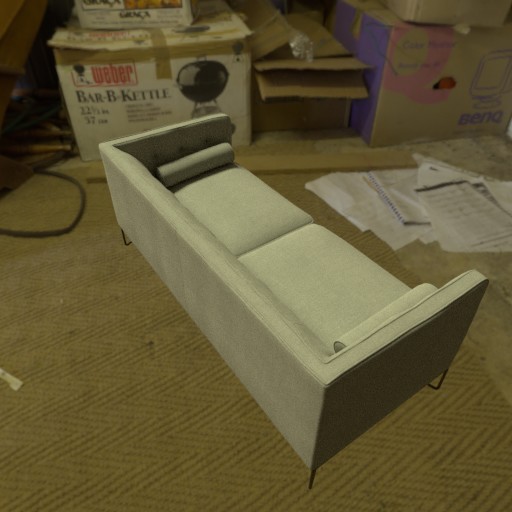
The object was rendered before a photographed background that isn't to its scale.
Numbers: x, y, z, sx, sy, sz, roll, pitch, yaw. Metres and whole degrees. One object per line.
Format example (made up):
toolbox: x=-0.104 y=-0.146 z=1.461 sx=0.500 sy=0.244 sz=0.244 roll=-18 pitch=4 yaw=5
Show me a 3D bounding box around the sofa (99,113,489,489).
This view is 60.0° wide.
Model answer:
sofa: x=0.000 y=0.000 z=2.473 sx=0.912 sy=0.798 sz=2.079 roll=-24 pitch=46 yaw=-26
